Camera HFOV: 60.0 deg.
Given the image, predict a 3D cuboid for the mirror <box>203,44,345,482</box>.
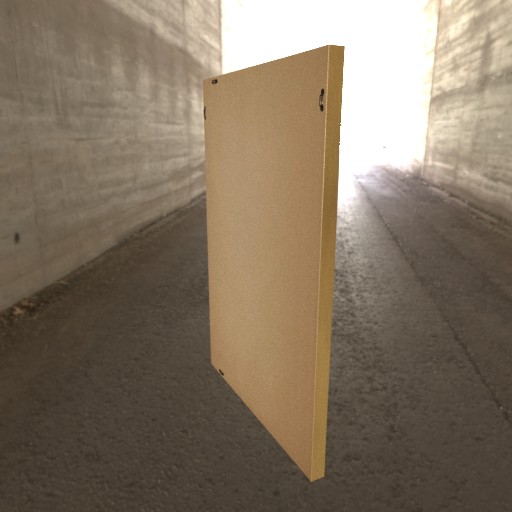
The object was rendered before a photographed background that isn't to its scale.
[{"bbox_3d":[0.000,0.000,1.156,0.041,0.915,0.609,-8,17,-26],"label":"mirror"}]
